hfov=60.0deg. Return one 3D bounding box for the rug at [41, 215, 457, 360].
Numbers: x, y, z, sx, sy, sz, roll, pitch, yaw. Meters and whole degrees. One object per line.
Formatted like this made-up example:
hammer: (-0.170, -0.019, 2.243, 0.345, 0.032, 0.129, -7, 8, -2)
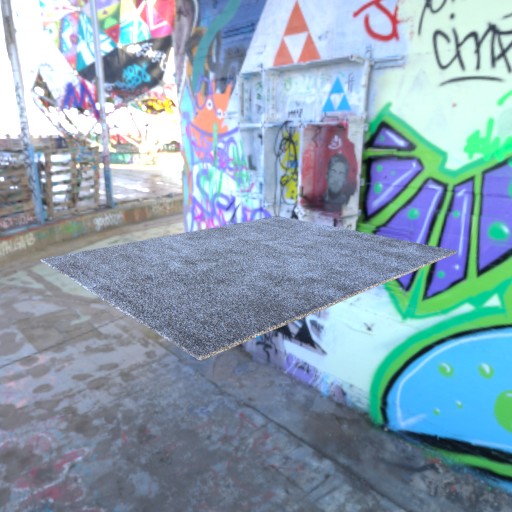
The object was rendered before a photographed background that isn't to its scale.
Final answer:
rug: (0.000, 0.000, 4.071, 3.000, 0.025, 2.401, -14, 21, -41)
